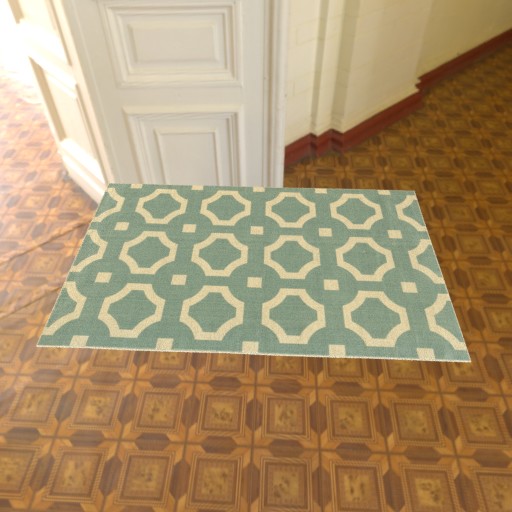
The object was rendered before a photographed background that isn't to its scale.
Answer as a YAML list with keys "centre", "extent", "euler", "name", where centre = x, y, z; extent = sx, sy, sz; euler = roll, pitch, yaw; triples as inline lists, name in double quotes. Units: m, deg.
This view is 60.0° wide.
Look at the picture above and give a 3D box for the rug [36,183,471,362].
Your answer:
- centre: [0.000, 0.000, 3.010]
  extent: [2.443, 0.015, 1.528]
  euler: [2, 46, 2]
  name: "rug"
